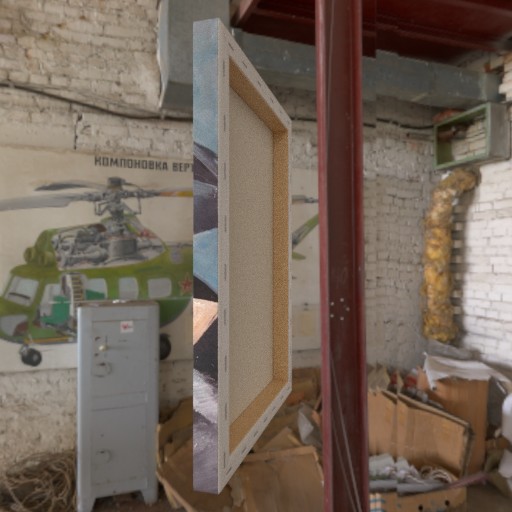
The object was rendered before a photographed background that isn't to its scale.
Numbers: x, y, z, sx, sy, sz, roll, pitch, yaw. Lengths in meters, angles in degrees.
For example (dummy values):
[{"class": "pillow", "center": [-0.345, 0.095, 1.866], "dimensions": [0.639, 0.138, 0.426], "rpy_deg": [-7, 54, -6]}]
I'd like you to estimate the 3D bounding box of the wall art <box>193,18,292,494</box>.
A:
[{"class": "wall art", "center": [0.000, 0.000, 0.789], "dimensions": [0.037, 0.613, 0.455], "rpy_deg": [0, 0, 16]}]
